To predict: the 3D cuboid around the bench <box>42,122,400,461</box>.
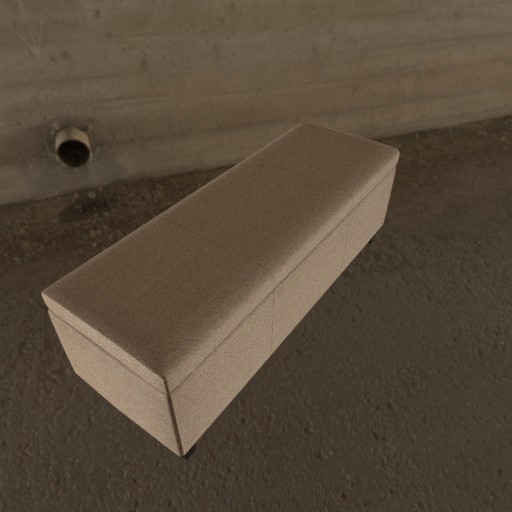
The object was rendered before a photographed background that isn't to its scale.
[{"bbox_3d":[0.000,0.000,1.515,0.446,0.438,1.269,26,47,27],"label":"bench"}]
